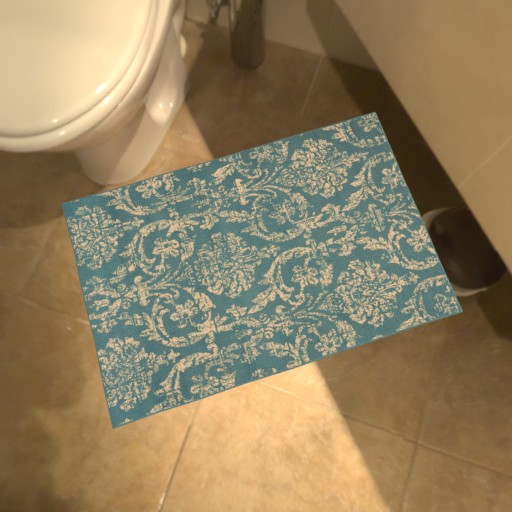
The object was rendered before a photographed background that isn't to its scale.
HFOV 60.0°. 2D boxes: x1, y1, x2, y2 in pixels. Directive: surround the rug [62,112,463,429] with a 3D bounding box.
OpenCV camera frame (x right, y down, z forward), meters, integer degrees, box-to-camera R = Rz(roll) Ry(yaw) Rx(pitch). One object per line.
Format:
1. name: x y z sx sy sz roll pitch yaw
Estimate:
1. rug: 0.000 0.000 2.338 1.833 0.012 1.211 -17 76 -4
